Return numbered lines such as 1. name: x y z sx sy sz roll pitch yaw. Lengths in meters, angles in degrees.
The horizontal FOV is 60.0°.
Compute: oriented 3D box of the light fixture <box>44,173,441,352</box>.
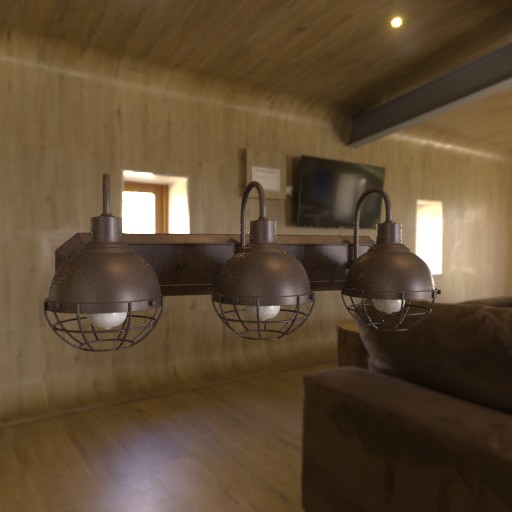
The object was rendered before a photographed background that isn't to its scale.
1. light fixture: 0.000 0.000 0.740 0.634 0.254 0.229 0 1 -19
